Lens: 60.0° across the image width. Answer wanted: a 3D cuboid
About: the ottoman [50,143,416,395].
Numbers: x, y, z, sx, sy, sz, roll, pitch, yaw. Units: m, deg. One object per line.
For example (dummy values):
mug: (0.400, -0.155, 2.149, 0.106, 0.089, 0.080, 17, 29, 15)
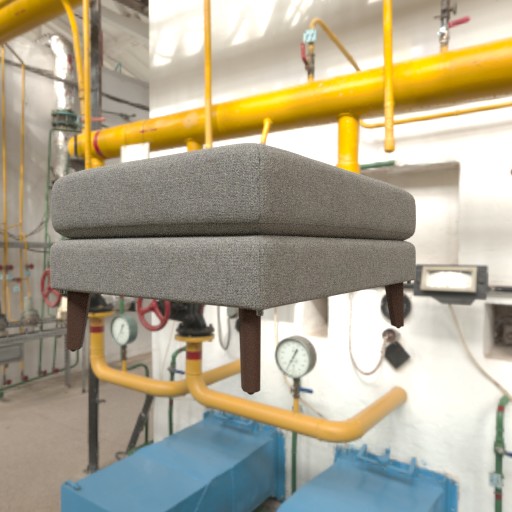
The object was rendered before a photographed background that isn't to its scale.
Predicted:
ottoman: (0.000, 0.000, 1.179, 0.611, 0.441, 0.821, 1, 1, 36)
